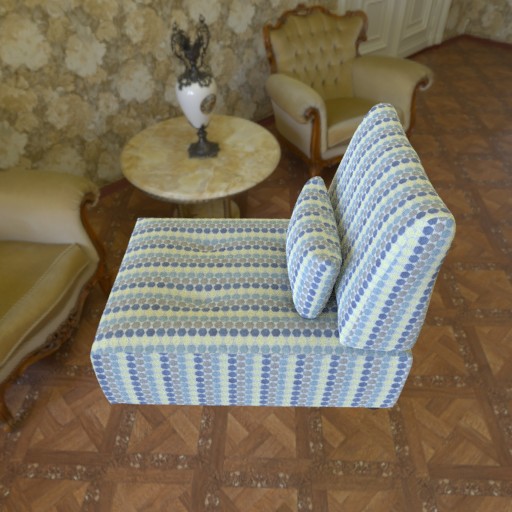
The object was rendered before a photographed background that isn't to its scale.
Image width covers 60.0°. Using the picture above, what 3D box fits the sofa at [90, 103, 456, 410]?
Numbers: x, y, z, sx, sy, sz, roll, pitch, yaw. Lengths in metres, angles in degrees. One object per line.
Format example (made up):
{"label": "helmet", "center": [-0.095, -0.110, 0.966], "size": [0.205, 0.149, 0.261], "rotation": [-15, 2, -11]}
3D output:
{"label": "sofa", "center": [0.000, 0.000, 1.522], "size": [1.000, 0.820, 0.700], "rotation": [1, 41, 1]}
